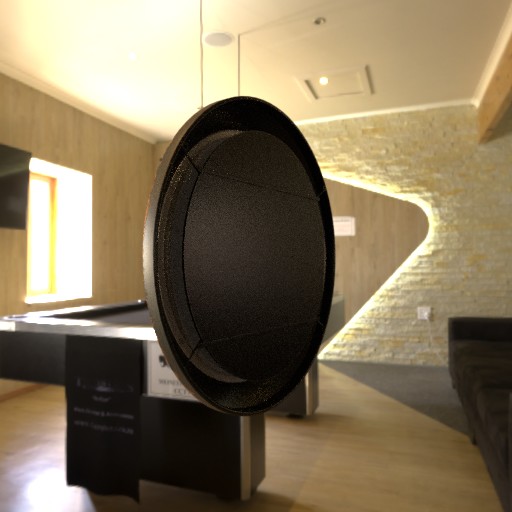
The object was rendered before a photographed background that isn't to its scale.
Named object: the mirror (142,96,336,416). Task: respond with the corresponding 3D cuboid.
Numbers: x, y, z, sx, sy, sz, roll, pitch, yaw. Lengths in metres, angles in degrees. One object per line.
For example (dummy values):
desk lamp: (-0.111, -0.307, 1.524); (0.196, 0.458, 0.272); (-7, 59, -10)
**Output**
mirror: (0.000, 0.000, 1.338); (0.111, 0.907, 0.907); (-1, -1, 35)
